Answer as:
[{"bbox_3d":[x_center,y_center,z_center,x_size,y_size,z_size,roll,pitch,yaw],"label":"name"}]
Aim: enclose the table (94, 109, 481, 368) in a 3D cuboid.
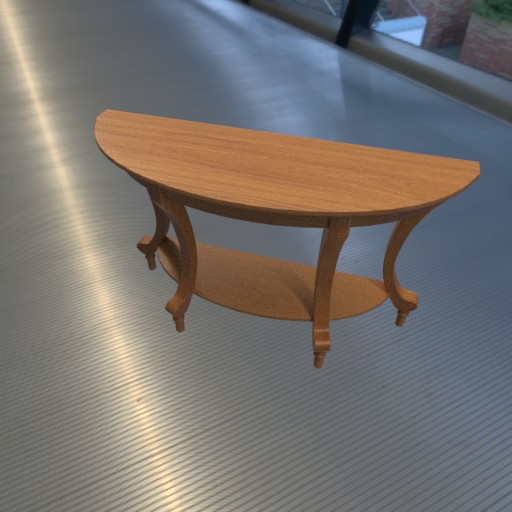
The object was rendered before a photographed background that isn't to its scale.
[{"bbox_3d":[0.000,0.000,1.472,1.198,0.692,0.394,12,43,13],"label":"table"}]
